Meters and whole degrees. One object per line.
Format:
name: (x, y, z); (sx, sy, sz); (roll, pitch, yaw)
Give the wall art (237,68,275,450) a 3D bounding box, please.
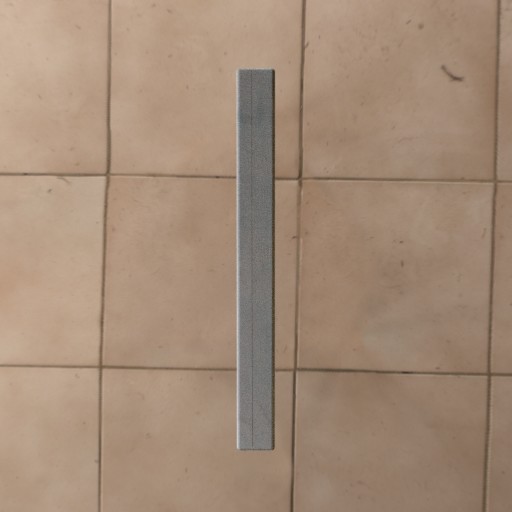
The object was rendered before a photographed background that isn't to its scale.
wall art: (0.000, 0.000, 1.158); (0.061, 0.911, 0.609); (0, 91, 0)
